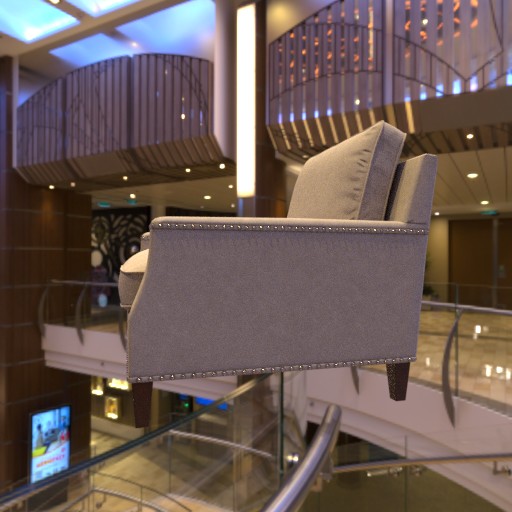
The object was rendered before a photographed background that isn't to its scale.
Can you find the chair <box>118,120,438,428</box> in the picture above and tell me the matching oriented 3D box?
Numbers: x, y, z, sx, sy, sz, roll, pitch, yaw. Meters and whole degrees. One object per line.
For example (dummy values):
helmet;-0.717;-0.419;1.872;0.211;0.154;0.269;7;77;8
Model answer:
chair;0.000;0.000;1.717;1.014;0.943;0.853;0;0;-16
